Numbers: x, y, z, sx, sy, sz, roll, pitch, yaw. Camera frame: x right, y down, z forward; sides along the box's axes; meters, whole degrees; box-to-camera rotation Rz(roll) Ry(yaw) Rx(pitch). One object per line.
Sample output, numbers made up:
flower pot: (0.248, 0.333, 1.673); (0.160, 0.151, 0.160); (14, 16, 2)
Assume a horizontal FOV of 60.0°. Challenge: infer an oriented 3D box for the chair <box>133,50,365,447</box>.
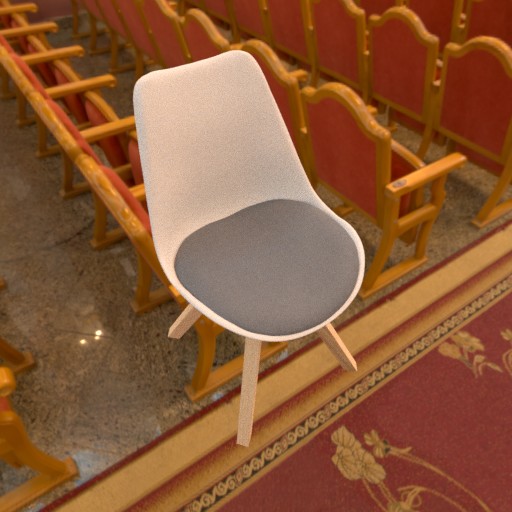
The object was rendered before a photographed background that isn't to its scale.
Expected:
chair: (0.000, 0.000, 1.172); (0.485, 0.850, 0.550); (-26, 51, -23)
